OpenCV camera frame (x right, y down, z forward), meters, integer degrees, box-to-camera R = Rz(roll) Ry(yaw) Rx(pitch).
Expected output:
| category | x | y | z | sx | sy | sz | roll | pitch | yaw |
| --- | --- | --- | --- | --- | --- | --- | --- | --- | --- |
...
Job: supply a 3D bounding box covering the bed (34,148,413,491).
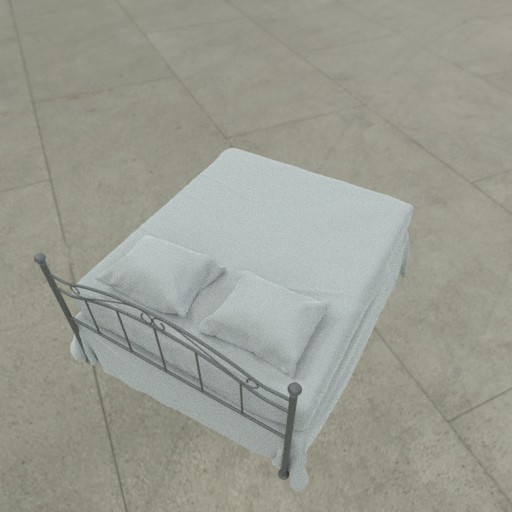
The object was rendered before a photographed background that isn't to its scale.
| category | x | y | z | sx | sy | sz | roll | pitch | yaw |
| --- | --- | --- | --- | --- | --- | --- | --- | --- | --- |
| bed | 0.000 | 0.000 | 3.200 | 1.936 | 1.080 | 2.215 | 22 | 50 | 20 |
